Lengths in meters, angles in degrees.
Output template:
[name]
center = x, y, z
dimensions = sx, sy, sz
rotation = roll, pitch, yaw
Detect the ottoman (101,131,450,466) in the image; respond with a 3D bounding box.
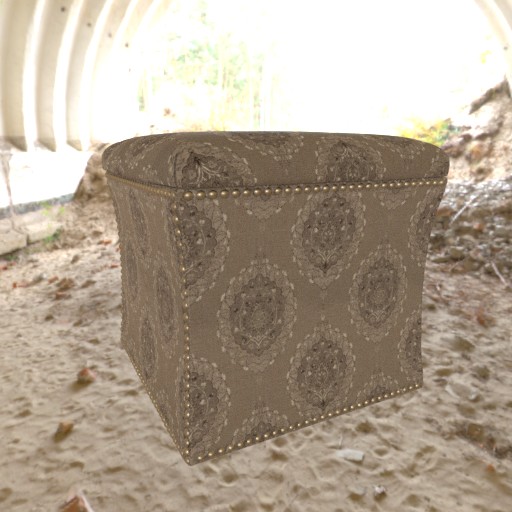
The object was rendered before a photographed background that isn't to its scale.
[ottoman]
center = 0.000, 0.000, 0.877
dimensions = 0.497, 0.473, 0.507
rotation = -7, 15, -27
